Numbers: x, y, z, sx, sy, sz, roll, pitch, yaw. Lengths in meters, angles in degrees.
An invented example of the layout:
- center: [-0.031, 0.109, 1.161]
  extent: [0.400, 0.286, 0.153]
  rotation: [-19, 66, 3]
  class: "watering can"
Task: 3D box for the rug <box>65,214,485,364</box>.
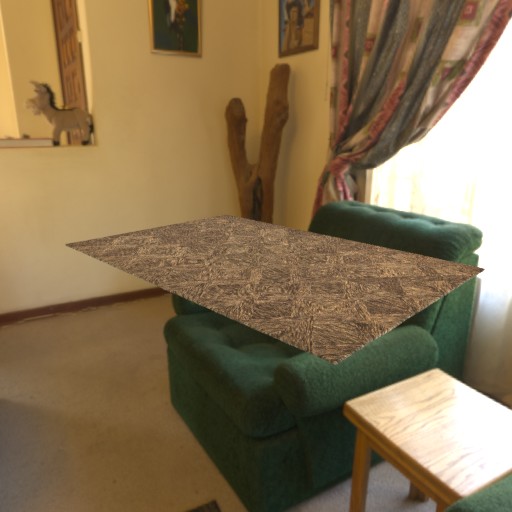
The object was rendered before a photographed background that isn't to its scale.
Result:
- center: [0.000, 0.000, 2.249]
  extent: [1.808, 0.011, 1.189]
  rotation: [16, 23, 42]
  class: "rug"
